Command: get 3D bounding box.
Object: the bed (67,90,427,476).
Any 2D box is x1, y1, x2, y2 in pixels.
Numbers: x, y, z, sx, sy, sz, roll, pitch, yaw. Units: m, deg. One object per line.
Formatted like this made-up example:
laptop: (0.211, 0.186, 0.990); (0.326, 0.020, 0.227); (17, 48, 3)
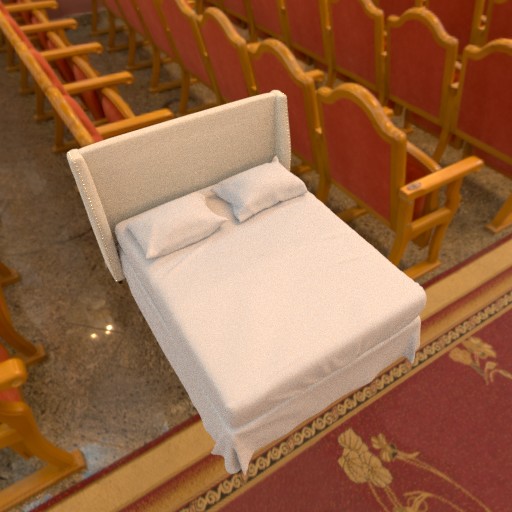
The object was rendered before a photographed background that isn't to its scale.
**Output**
bed: (0.000, 0.000, 3.421); (1.925, 1.332, 2.276); (-24, 51, -22)
